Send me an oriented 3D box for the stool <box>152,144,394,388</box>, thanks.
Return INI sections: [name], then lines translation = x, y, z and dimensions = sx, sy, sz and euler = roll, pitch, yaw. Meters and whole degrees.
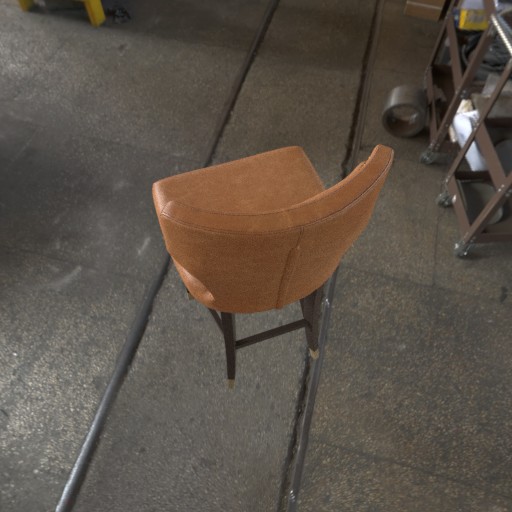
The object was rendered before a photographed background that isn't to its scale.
[stool]
translation = 0.000, 0.000, 1.429
dimensions = 0.526, 1.092, 0.563
euler = -17, 60, -10
